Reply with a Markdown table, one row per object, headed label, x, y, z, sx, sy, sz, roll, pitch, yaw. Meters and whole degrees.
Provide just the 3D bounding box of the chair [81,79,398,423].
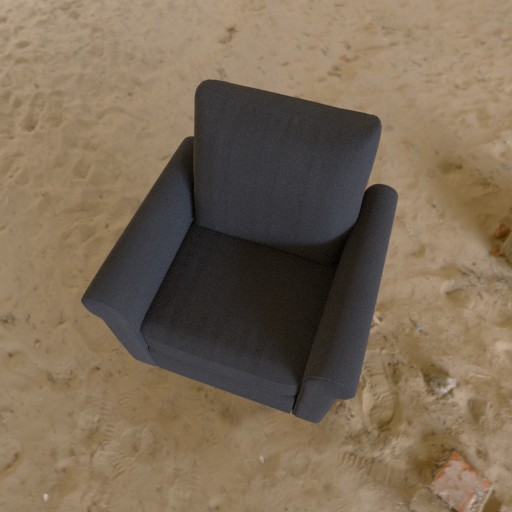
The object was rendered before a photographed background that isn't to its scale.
| label | x | y | z | sx | sy | sz | roll | pitch | yaw |
| --- | --- | --- | --- | --- | --- | --- | --- | --- | --- |
| chair | 0.000 | 0.000 | 1.596 | 0.867 | 0.942 | 0.828 | 17 | 60 | 10 |
